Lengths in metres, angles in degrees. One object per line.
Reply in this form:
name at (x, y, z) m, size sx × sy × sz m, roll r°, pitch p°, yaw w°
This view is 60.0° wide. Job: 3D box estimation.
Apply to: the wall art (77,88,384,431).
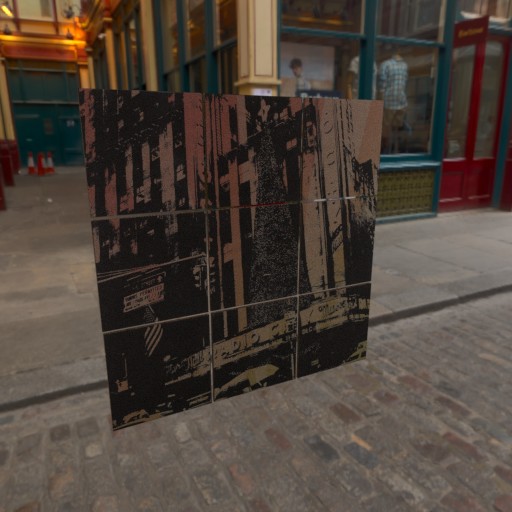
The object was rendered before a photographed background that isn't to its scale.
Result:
wall art at (0.000, 0.000, 2.227) m, size 1.527 × 1.521 × 0.017 m, roll -8°, pitch 17°, yaw -26°
